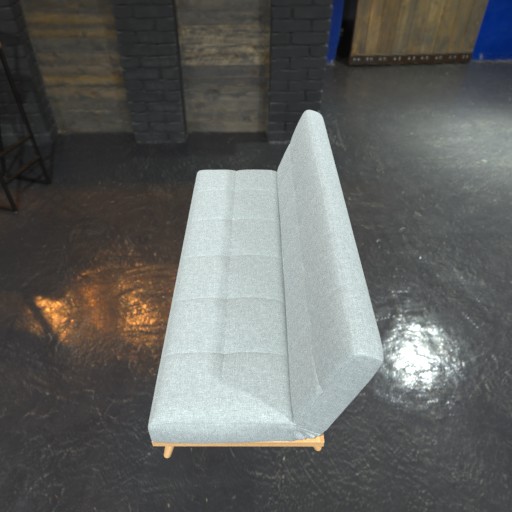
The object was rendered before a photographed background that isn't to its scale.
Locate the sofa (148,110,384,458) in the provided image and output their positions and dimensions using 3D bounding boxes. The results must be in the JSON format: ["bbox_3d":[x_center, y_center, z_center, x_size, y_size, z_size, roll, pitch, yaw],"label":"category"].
[{"bbox_3d":[0.000,0.000,2.258,0.800,0.800,1.820,0,41,0],"label":"sofa"}]
